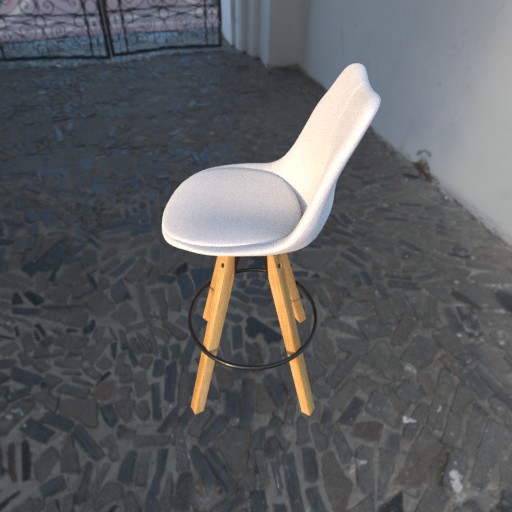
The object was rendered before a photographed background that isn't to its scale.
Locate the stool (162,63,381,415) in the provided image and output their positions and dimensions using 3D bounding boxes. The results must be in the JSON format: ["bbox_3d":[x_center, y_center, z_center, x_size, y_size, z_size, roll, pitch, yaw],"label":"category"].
[{"bbox_3d":[0.000,0.000,1.412,0.550,1.115,0.484,0,41,1],"label":"stool"}]
